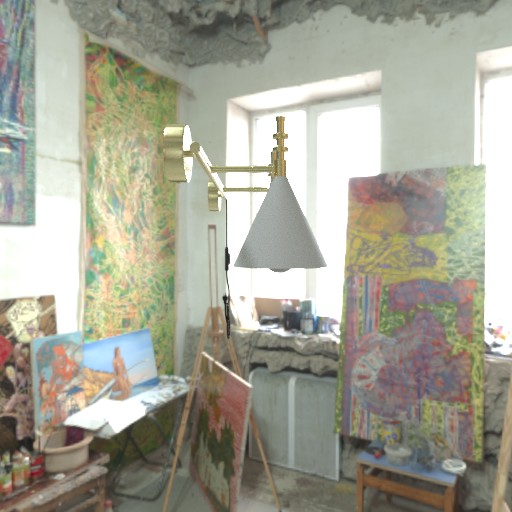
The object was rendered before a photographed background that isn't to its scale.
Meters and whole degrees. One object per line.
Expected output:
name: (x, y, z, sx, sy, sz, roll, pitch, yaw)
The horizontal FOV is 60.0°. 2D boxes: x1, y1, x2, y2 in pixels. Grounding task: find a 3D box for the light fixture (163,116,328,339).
light fixture: (0.000, 0.000, 0.892, 0.239, 0.468, 0.642, 0, 2, 0)
